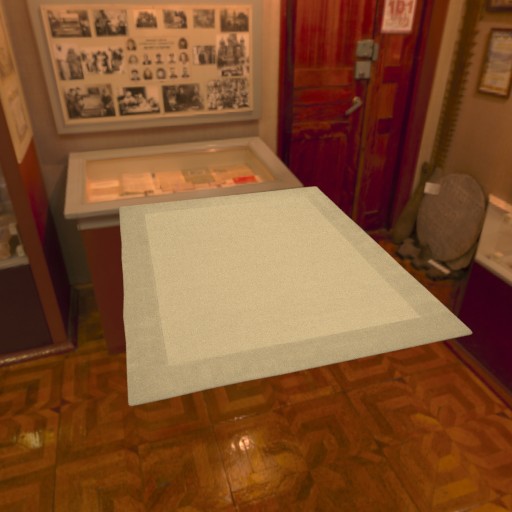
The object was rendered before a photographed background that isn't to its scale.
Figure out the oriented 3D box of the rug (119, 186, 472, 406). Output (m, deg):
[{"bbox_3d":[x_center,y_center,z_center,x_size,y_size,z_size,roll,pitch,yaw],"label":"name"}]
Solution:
[{"bbox_3d":[0.000,0.000,4.145,2.430,0.018,2.976,-8,31,-14],"label":"rug"}]
